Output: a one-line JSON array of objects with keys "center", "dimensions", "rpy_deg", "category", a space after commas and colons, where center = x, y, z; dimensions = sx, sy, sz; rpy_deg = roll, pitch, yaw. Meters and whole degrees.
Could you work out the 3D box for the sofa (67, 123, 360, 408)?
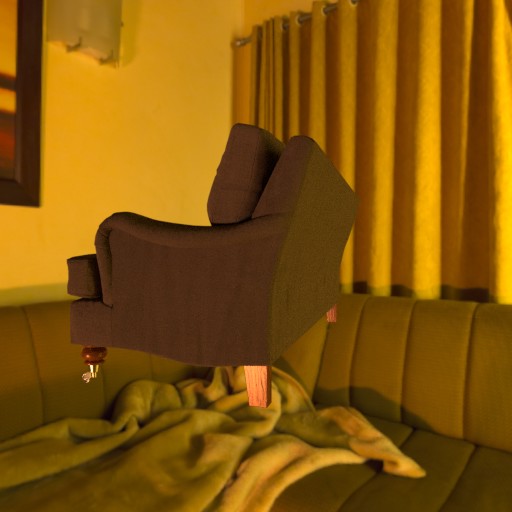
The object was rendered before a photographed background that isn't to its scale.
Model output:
[{"center": [0.000, 0.000, 2.717], "dimensions": [1.086, 1.087, 2.165], "rpy_deg": [0, 1, 18], "category": "sofa"}]
